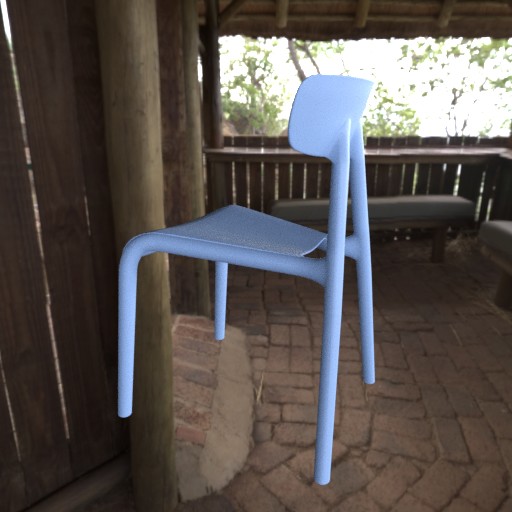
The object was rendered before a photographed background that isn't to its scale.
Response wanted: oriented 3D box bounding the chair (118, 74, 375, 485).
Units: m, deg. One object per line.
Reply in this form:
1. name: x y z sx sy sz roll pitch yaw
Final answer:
1. chair: 0.000 0.000 0.796 0.401 0.580 0.356 9 19 26
